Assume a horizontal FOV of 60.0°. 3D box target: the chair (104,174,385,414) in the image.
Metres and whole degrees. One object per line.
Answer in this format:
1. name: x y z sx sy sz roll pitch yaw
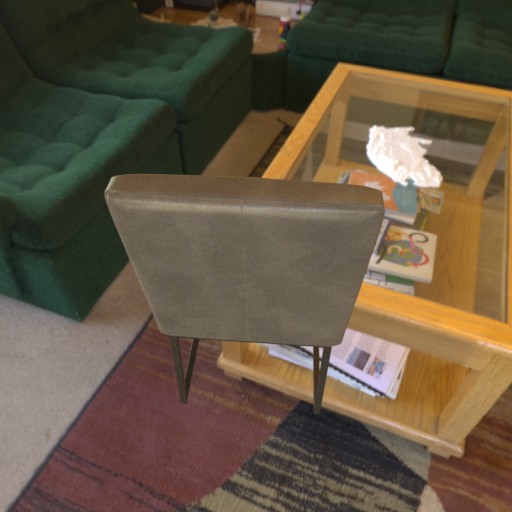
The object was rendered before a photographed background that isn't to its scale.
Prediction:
1. chair: 0.000 0.000 1.314 0.520 0.930 0.634 3 46 3
